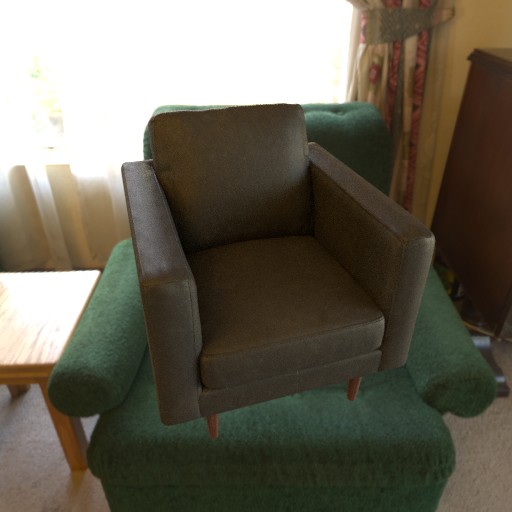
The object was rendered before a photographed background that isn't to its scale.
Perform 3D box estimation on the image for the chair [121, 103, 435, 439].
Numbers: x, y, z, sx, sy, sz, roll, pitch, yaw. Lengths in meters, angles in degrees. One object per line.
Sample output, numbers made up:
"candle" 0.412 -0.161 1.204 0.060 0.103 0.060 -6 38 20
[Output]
"chair" 0.000 0.000 1.576 0.831 0.898 0.879 -10 33 -15
